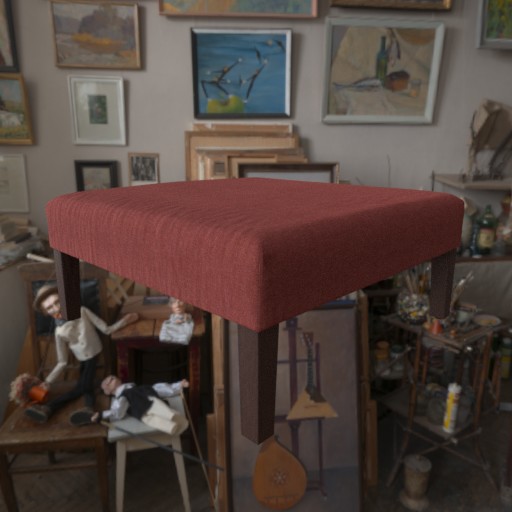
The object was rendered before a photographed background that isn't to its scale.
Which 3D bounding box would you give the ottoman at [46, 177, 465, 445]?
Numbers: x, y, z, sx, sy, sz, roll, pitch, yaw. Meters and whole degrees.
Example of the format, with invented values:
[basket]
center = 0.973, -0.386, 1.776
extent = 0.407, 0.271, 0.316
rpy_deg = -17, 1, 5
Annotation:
[ottoman]
center = 0.000, 0.000, 1.353
extent = 0.889, 0.411, 0.890
rpy_deg = 14, 20, 43
